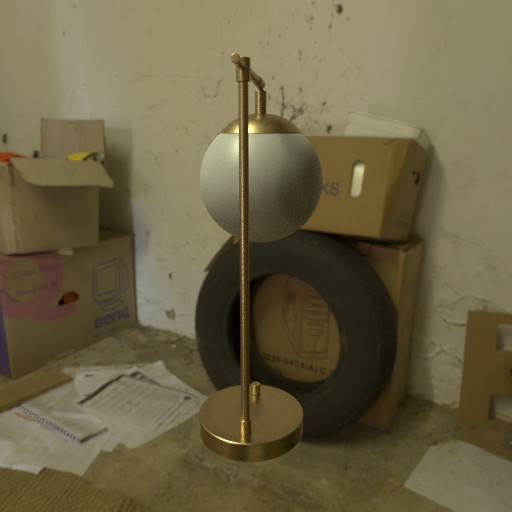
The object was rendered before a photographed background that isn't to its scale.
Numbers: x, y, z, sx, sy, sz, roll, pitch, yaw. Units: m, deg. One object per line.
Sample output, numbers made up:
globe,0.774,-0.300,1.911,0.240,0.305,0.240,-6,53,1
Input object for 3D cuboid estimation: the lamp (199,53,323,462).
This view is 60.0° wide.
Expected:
lamp,0.000,0.000,0.722,0.207,0.559,0.324,2,14,8
